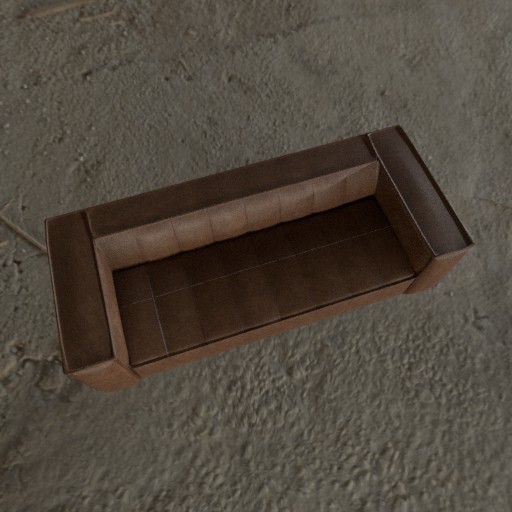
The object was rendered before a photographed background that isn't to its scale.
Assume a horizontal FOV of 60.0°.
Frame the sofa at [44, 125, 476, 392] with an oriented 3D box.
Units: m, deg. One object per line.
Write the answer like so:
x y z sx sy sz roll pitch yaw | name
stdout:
0.000 0.000 3.095 2.581 0.701 1.102 -17 65 -8 | sofa
